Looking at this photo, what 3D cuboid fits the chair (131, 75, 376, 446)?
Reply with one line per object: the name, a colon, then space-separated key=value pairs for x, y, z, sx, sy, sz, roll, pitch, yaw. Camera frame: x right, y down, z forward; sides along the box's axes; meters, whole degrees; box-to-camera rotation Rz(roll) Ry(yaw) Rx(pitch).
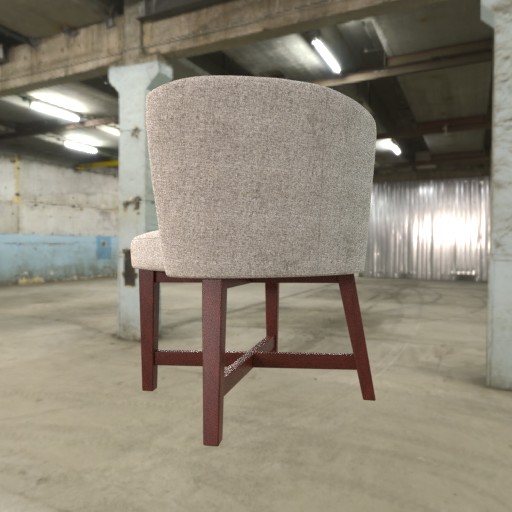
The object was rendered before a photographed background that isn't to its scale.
chair: x=0.000 y=0.000 z=1.295 sx=0.728 sy=0.827 sz=0.575 roll=0 pitch=1 yaw=-35
